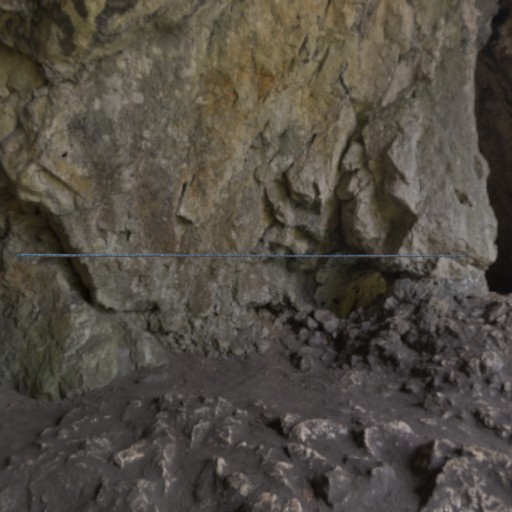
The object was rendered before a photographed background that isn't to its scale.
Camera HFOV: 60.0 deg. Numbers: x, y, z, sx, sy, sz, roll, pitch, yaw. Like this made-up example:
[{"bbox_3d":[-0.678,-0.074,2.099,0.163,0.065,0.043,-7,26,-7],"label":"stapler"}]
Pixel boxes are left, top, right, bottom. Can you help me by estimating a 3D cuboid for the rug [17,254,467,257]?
[{"bbox_3d":[0.000,0.000,2.677,2.459,0.010,0.801,0,0,-19],"label":"rug"}]
